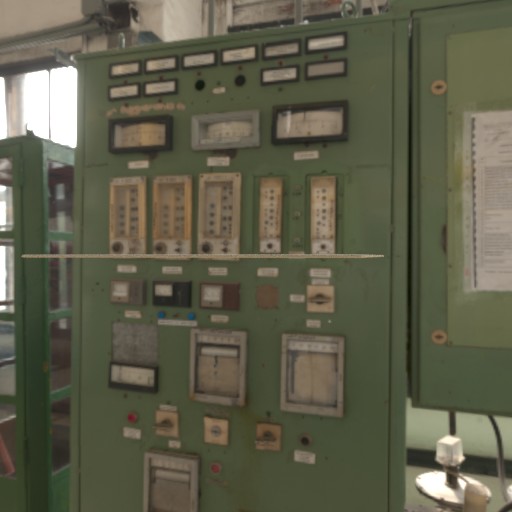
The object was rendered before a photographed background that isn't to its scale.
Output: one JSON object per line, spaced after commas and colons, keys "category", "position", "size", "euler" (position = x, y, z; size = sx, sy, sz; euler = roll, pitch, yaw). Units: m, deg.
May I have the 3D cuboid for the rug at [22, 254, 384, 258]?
{"category": "rug", "position": [0.000, 0.000, 2.301], "size": [1.219, 0.010, 1.829], "euler": [0, 0, 18]}
